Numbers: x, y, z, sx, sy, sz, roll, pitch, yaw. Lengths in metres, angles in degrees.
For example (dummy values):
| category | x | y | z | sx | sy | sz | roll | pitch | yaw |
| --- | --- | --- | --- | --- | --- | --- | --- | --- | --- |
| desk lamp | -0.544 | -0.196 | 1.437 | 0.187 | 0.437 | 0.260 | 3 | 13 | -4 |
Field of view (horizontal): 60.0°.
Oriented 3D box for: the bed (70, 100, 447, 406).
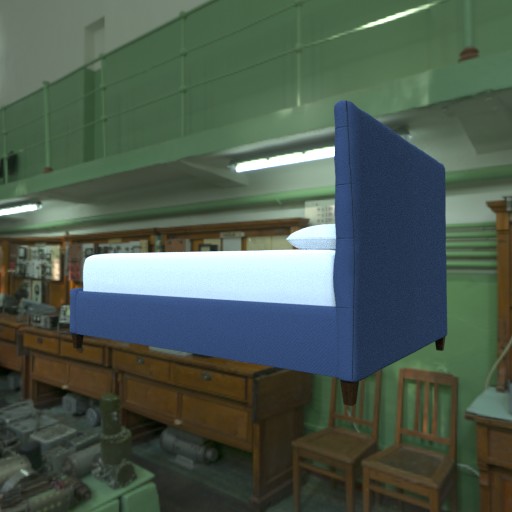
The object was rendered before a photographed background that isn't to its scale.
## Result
| category | x | y | z | sx | sy | sz | roll | pitch | yaw |
| --- | --- | --- | --- | --- | --- | --- | --- | --- | --- |
| bed | 0.000 | 0.000 | 3.413 | 2.387 | 1.427 | 1.706 | -1 | -1 | 37 |
